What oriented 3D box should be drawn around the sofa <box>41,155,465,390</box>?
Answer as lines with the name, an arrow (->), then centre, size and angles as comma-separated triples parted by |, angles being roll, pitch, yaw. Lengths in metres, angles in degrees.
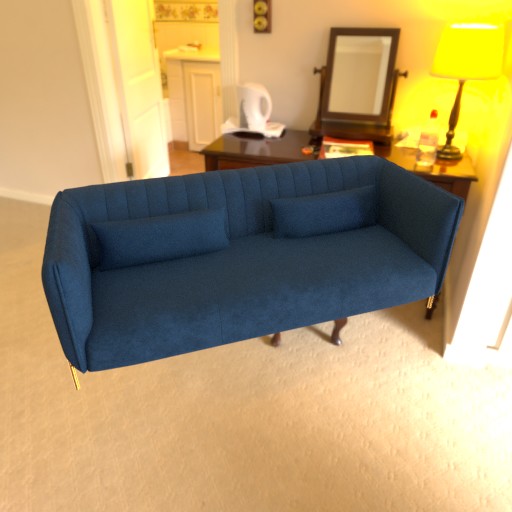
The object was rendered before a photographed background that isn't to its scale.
sofa -> 0.000, 0.000, 2.562 | 2.136, 0.793, 0.896 | -10, 32, -16
